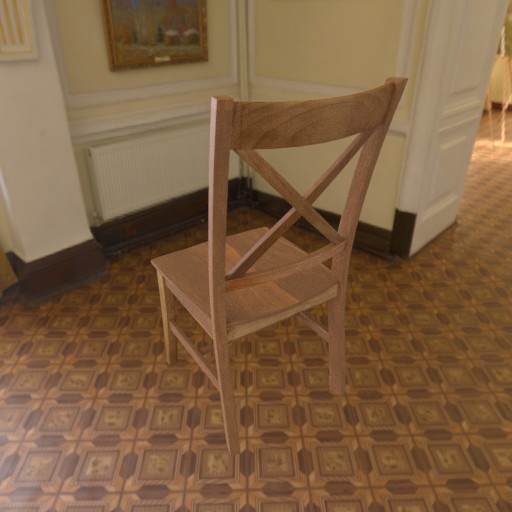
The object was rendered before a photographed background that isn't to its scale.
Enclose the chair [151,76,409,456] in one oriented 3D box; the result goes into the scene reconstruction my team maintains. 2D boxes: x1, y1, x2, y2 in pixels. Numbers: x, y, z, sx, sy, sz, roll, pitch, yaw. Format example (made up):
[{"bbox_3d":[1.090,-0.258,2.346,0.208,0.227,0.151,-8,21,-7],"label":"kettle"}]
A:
[{"bbox_3d":[0.000,0.000,1.284,0.485,0.983,0.542,-18,34,-29],"label":"chair"}]
